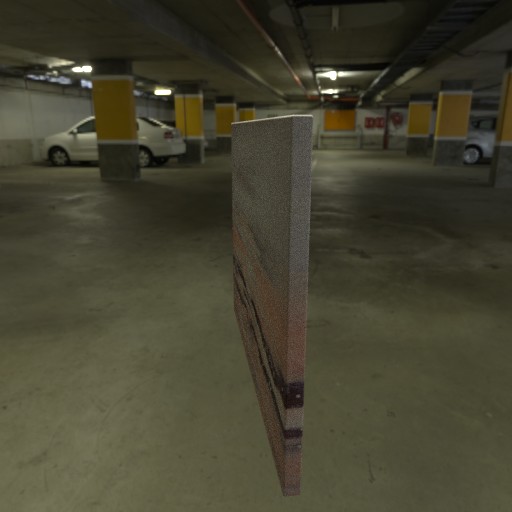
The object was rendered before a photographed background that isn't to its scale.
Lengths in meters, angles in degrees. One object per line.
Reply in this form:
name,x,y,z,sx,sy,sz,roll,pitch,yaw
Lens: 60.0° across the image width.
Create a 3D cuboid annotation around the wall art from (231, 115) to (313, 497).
wall art,0.000,0.000,1.306,0.038,0.763,1.015,-2,16,-8
